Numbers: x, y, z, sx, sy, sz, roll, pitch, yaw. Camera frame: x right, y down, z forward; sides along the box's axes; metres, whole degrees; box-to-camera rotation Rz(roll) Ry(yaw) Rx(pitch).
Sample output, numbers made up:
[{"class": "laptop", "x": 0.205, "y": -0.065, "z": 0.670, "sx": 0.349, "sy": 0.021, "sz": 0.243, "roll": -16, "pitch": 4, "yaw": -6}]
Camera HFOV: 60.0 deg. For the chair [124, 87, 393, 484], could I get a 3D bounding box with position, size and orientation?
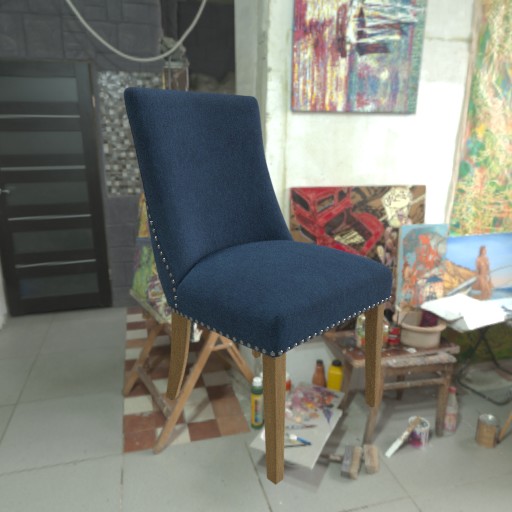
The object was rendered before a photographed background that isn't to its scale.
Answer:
[{"class": "chair", "x": 0.000, "y": 0.000, "z": 1.247, "sx": 0.495, "sy": 0.902, "sz": 0.610, "roll": -15, "pitch": 21, "yaw": -43}]
